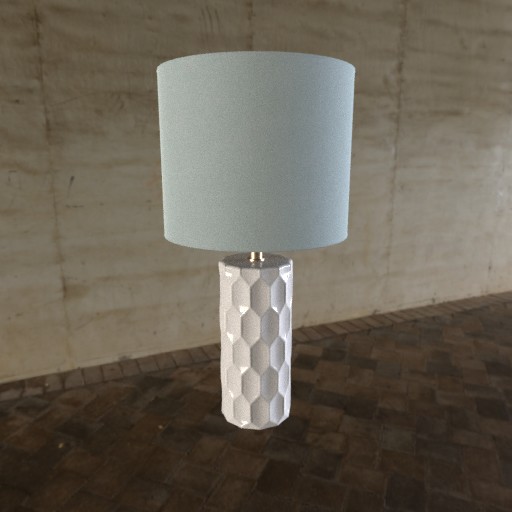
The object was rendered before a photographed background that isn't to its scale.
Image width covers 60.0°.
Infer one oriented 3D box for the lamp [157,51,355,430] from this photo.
[{"bbox_3d":[0.000,0.000,0.691,0.277,0.534,0.277,2,13,8],"label":"lamp"}]
